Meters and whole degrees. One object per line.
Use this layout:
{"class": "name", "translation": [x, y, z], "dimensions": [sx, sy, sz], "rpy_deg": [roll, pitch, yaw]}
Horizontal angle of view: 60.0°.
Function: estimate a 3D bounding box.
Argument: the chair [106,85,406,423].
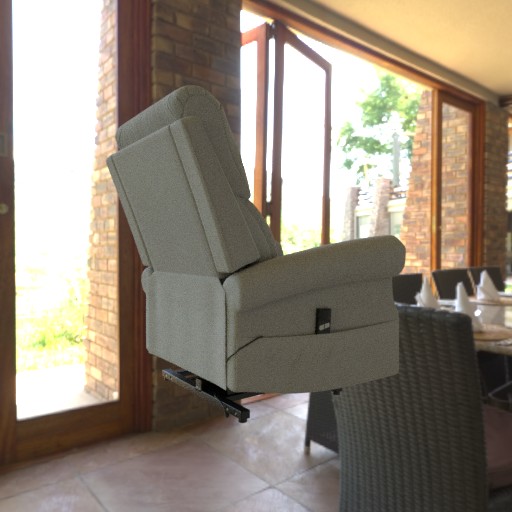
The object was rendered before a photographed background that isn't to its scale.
{"class": "chair", "translation": [0.000, 0.000, 1.762], "dimensions": [0.979, 1.031, 0.871], "rpy_deg": [-1, 1, -36]}
